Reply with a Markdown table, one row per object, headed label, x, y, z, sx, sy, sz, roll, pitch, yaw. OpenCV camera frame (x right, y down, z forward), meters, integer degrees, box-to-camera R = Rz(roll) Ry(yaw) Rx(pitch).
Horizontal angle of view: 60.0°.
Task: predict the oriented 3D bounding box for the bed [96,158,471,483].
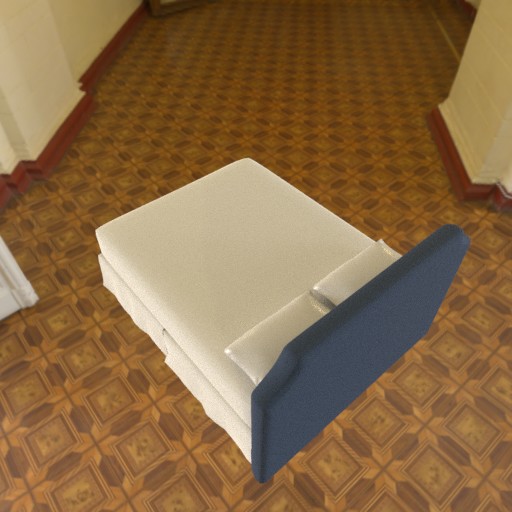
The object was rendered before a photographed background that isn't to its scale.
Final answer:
| label | x | y | z | sx | sy | sz | roll | pitch | yaw |
| --- | --- | --- | --- | --- | --- | --- | --- | --- | --- |
| bed | 0.000 | 0.000 | 3.385 | 1.831 | 1.297 | 2.260 | -32 | 54 | -27 |
